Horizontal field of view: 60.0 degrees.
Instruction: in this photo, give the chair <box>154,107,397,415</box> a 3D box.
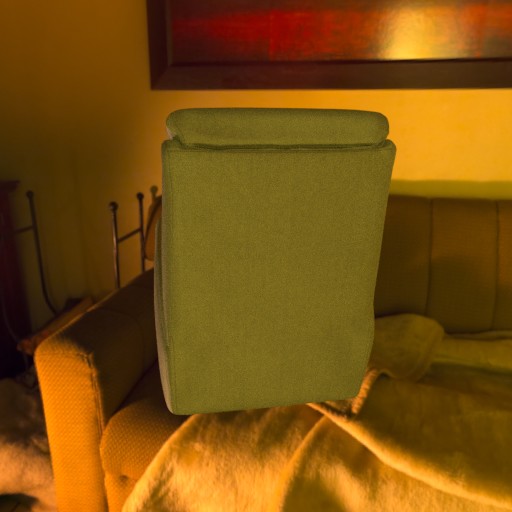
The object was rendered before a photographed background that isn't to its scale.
[{"bbox_3d":[0.000,0.000,1.665,0.794,1.016,0.940,-2,15,-9],"label":"chair"}]
